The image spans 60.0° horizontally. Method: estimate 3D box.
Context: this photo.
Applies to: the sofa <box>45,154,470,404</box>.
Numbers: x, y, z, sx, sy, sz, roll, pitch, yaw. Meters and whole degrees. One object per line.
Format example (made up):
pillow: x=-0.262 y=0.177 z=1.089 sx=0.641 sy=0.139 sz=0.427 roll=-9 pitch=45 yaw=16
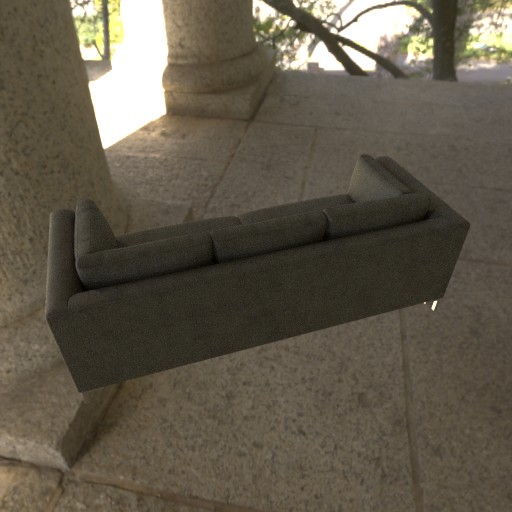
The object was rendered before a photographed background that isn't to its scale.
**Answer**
sofa: x=0.000 y=0.000 z=2.925 sx=2.415 sy=0.867 sz=0.969 roll=-12 pitch=41 yaw=-14
